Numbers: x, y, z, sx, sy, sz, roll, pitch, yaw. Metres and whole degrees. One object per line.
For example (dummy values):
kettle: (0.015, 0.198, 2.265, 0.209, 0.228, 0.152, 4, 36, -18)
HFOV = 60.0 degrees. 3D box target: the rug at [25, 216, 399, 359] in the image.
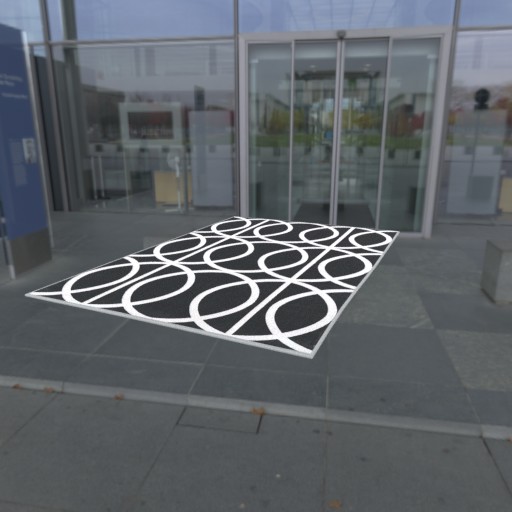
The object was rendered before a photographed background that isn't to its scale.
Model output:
rug: (0.000, 0.000, 2.924, 1.526, 0.014, 2.290, 7, 18, 24)
